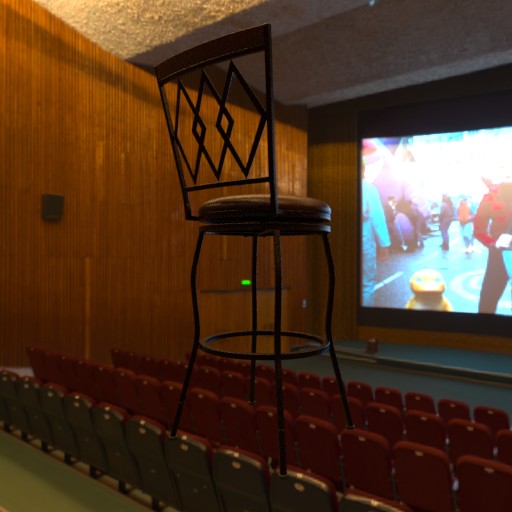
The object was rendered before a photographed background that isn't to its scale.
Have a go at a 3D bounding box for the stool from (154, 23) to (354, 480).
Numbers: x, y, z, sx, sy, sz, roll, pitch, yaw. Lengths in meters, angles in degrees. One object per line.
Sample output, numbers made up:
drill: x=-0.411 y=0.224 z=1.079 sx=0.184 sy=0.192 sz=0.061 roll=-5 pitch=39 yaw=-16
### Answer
stool: x=0.000 y=0.000 z=1.380 sx=0.432 sy=1.134 sz=0.521 roll=0 pitch=0 yaw=36
